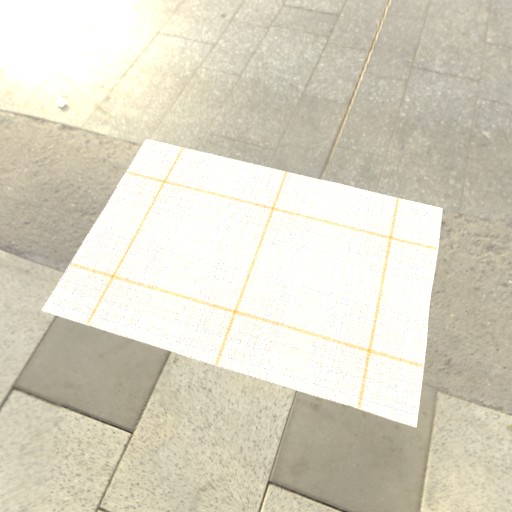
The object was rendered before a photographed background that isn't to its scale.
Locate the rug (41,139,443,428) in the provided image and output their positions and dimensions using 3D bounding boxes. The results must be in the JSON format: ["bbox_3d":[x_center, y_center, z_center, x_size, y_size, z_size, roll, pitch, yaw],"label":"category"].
[{"bbox_3d":[0.000,0.000,2.335,1.825,0.015,1.232,15,60,9],"label":"rug"}]
